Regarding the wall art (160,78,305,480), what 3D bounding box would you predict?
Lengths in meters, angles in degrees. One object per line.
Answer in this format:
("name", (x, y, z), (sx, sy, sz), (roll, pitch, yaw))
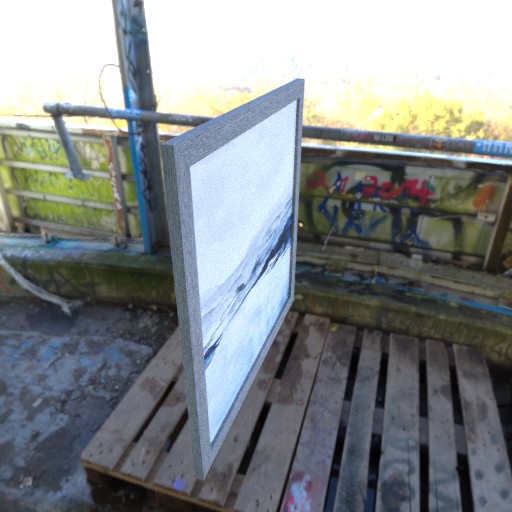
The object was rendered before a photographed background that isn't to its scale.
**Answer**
("wall art", (0.000, 0.000, 1.021), (0.020, 0.685, 0.685), (10, 30, 17))
